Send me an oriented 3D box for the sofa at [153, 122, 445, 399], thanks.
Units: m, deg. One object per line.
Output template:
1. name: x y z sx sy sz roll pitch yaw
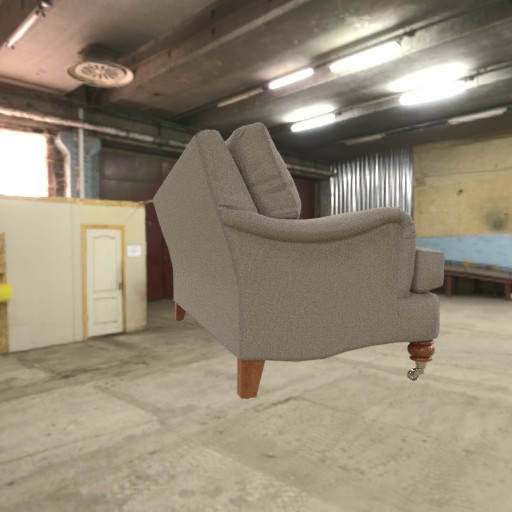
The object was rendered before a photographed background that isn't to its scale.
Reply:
1. sofa: 0.000 0.000 2.716 1.087 1.054 2.160 0 1 -17
